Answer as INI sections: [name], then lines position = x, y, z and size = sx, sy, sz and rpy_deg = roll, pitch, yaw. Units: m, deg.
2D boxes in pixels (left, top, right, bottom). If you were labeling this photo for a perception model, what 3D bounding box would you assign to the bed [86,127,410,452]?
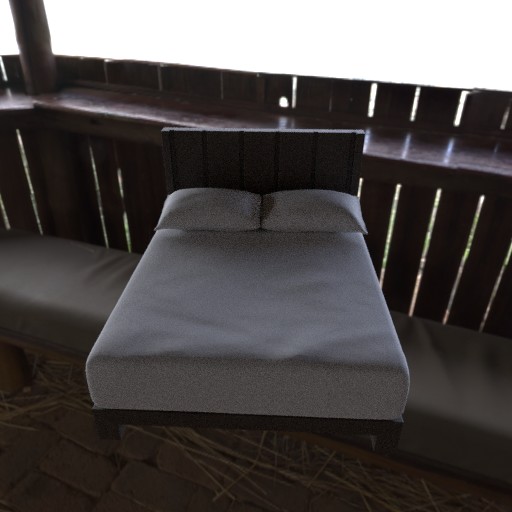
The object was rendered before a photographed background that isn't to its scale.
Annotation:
[bed]
position = 0.000, 0.000, 3.195
size = 1.727, 1.270, 2.242
rpy_deg = 1, 30, 3
